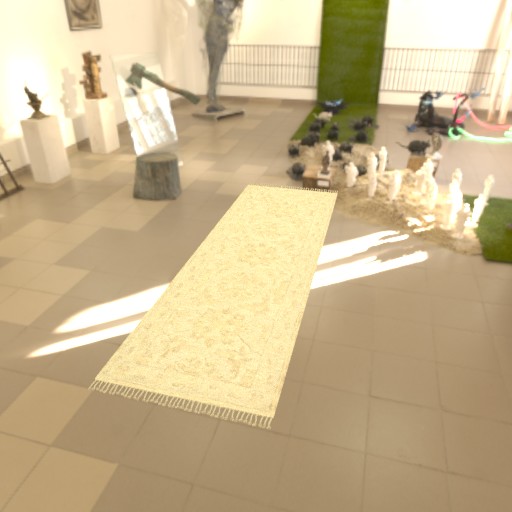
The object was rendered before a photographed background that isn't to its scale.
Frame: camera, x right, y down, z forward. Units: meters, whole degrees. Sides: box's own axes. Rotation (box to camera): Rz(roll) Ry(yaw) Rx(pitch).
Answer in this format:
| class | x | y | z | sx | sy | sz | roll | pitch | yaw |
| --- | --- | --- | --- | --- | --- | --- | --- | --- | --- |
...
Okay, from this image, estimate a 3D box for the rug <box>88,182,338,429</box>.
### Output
| class | x | y | z | sx | sy | sz | roll | pitch | yaw |
| --- | --- | --- | --- | --- | --- | --- | --- | --- | --- |
| rug | 0.000 | 0.000 | 2.847 | 0.795 | 0.015 | 2.544 | 8 | 31 | 13 |
